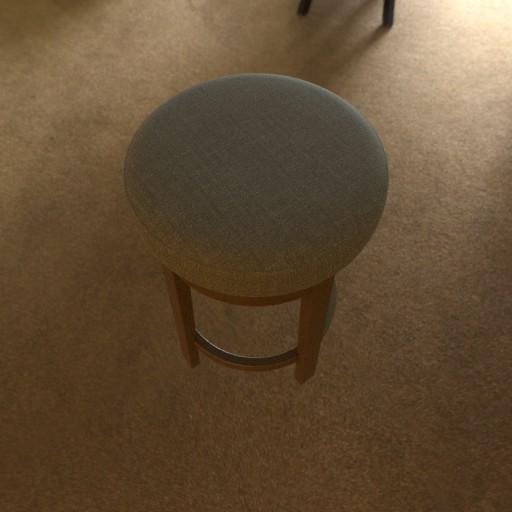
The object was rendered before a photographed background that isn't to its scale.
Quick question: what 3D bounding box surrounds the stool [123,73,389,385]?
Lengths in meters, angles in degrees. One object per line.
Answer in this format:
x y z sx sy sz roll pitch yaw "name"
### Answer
0.000 0.000 0.964 0.449 0.655 0.449 0 59 0 "stool"
